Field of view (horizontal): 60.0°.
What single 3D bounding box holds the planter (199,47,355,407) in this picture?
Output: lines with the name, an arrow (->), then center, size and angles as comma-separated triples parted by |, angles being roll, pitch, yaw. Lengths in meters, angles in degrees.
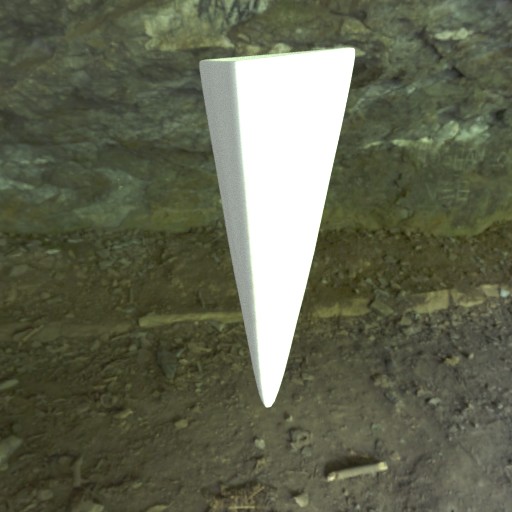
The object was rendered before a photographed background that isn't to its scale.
planter -> 0.000, 0.000, 0.393 | 0.143, 0.338, 0.065 | 7, 17, 25
